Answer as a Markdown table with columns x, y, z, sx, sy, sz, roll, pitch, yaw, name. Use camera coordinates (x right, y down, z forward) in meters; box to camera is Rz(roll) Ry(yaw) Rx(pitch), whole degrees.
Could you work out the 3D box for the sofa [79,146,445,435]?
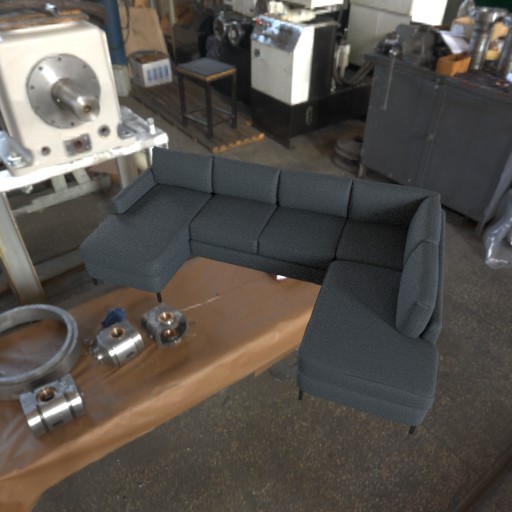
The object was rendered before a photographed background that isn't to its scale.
| x | y | z | sx | sy | sz | roll | pitch | yaw | name |
| --- | --- | --- | --- | --- | --- | --- | --- | --- | --- |
| 0.000 | 0.000 | 3.741 | 2.975 | 0.858 | 1.984 | 13 | 40 | 15 | sofa |
